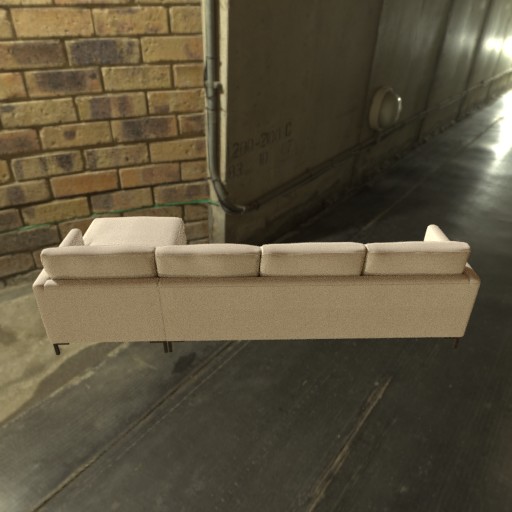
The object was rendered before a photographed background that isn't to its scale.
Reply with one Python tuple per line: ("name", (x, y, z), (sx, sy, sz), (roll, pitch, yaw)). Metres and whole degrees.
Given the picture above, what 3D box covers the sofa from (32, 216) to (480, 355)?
("sofa", (0.000, 0.000, 2.917), (2.445, 0.677, 1.126), (-1, 31, -1))
